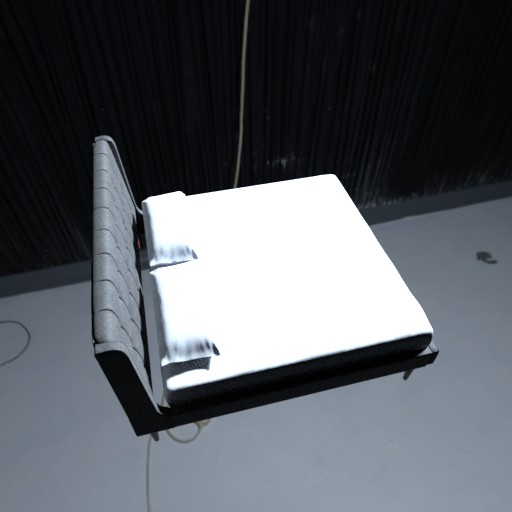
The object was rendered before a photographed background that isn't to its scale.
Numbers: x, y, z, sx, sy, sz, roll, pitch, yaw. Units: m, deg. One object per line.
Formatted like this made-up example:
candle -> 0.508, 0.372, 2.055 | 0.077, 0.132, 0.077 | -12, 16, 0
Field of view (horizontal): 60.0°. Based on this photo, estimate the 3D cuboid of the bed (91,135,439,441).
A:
bed -> 0.000, 0.000, 2.603 | 1.638, 0.933, 1.531 | -10, 47, -10
